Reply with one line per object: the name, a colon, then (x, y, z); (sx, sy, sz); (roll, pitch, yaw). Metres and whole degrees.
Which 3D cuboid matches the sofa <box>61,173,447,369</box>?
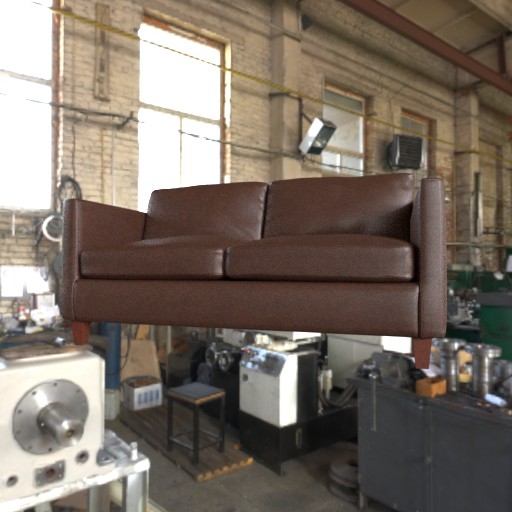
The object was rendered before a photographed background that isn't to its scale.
sofa: (0.000, 0.000, 2.452); (1.883, 0.933, 0.951); (0, -1, 18)
